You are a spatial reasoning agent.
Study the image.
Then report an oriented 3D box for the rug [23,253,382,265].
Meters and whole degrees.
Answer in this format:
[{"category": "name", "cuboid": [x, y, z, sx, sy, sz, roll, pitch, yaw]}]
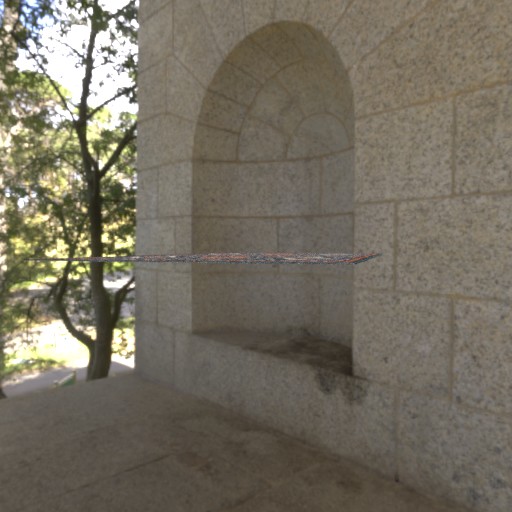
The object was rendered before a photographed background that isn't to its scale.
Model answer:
[{"category": "rug", "cuboid": [0.000, 0.000, 4.183, 2.190, 0.008, 3.371, 0, 1, 18]}]
